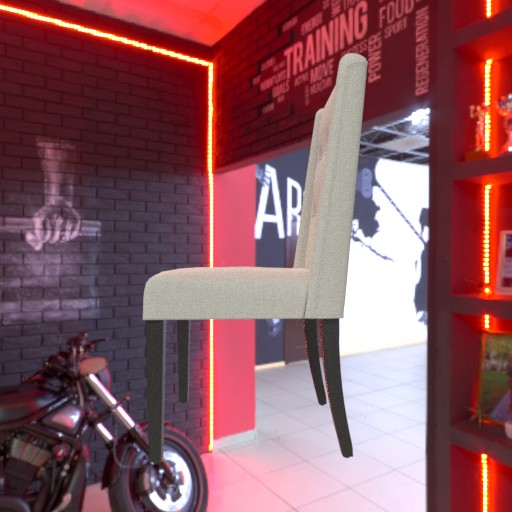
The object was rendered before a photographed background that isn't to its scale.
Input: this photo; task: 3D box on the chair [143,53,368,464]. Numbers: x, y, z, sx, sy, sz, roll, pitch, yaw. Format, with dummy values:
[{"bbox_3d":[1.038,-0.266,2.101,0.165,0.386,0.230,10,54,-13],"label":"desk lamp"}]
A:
[{"bbox_3d":[0.000,0.000,1.245,0.523,0.961,0.474,0,0,-1],"label":"chair"}]
